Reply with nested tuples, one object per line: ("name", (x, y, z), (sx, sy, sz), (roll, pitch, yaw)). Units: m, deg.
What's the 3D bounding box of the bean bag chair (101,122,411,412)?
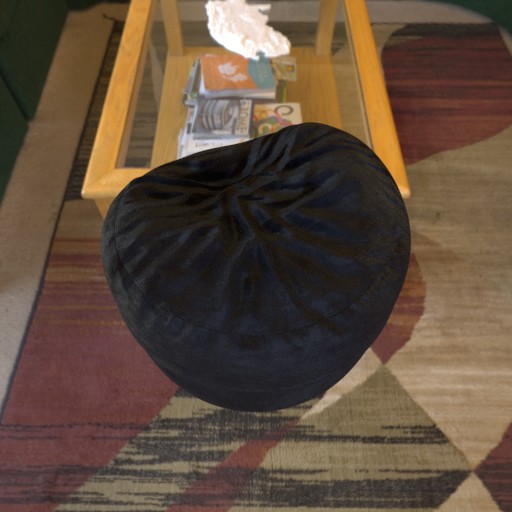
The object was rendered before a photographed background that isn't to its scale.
("bean bag chair", (0.000, 0.000, 1.458), (0.918, 0.616, 0.918), (0, 59, 0))
